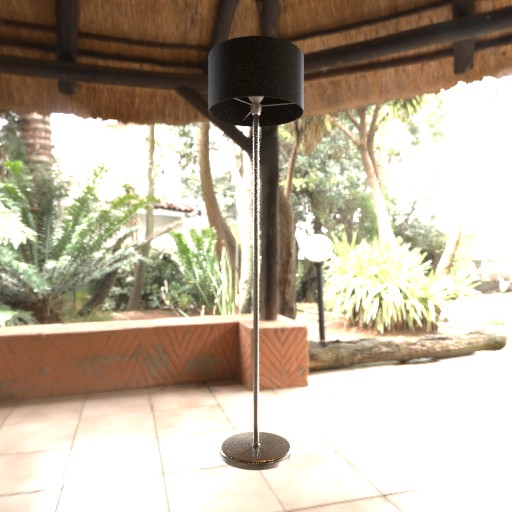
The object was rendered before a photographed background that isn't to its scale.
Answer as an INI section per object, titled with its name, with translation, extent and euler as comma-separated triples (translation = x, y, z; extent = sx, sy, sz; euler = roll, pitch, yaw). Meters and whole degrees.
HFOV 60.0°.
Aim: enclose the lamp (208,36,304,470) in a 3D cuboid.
[lamp]
translation = 0.000, 0.000, 1.625
extent = 0.348, 1.443, 0.348
euler = 0, 0, -17
